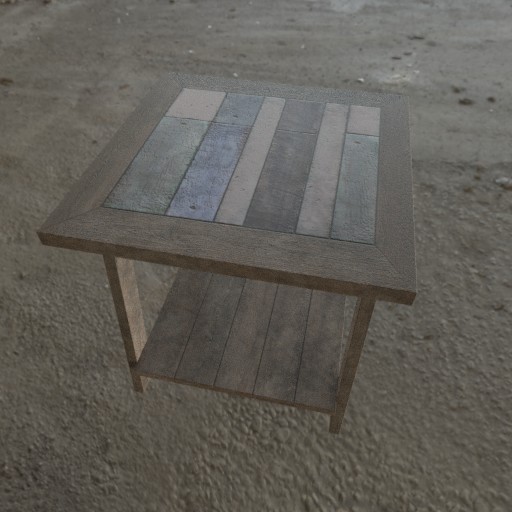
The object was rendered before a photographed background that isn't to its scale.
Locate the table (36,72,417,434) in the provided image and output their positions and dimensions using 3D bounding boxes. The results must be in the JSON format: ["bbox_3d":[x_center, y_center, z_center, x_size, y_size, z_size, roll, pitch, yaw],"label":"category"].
[{"bbox_3d":[0.000,0.000,1.111,0.610,0.610,0.610,9,47,8],"label":"table"}]
